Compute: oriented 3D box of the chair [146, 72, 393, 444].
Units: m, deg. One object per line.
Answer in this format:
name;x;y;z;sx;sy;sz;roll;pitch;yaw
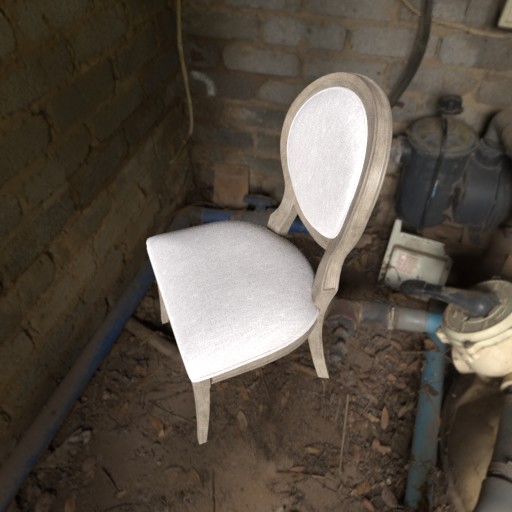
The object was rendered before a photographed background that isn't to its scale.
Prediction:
chair;0.000;0.000;1.322;0.602;0.990;0.558;-16;47;-15
